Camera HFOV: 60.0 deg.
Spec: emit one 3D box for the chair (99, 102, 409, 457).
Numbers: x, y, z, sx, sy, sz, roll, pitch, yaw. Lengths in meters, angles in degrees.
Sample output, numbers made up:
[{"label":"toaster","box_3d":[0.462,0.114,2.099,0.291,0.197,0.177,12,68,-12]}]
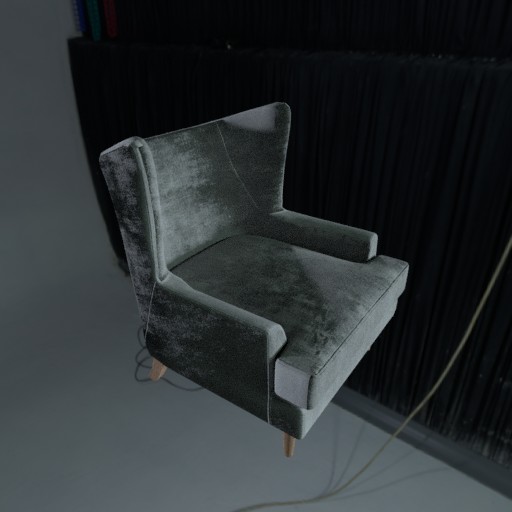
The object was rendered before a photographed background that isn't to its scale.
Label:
[{"label":"chair","box_3d":[0.000,0.000,1.609,0.906,0.950,0.784,18,33,31]}]
